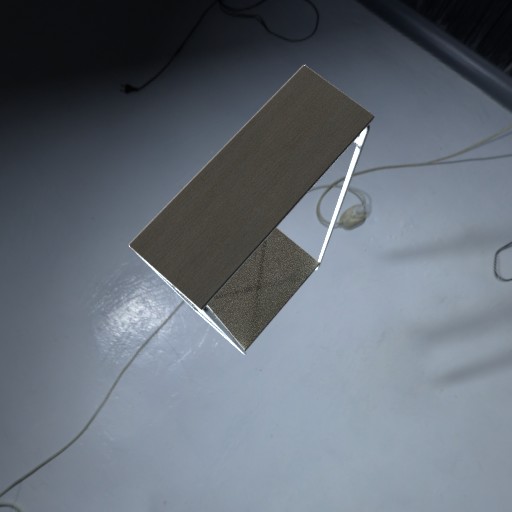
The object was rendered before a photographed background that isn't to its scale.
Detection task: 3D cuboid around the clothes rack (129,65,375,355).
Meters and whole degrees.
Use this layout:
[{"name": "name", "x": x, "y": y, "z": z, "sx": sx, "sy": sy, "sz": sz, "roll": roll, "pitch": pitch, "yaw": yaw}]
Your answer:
[{"name": "clothes rack", "x": 0.000, "y": 0.000, "z": 1.791, "sx": 0.400, "sy": 1.512, "sz": 0.640, "roll": 40, "pitch": 79, "yaw": 9}]
